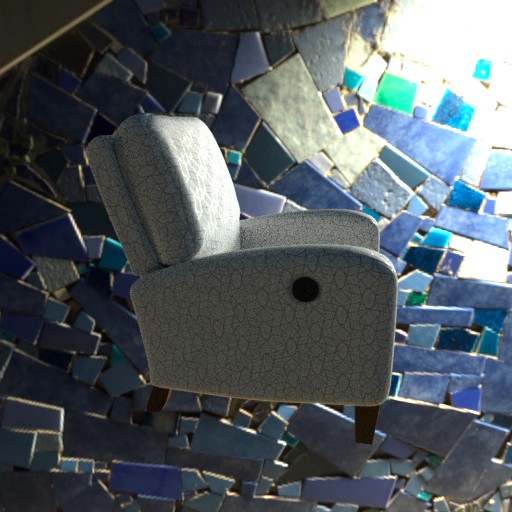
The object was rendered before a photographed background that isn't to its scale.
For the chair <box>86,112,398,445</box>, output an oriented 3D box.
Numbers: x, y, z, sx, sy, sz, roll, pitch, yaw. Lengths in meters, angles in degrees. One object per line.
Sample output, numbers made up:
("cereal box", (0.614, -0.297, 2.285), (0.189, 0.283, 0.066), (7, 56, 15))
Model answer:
("chair", (0.000, 0.000, 1.743), (0.995, 1.064, 0.796), (3, 16, 10))
